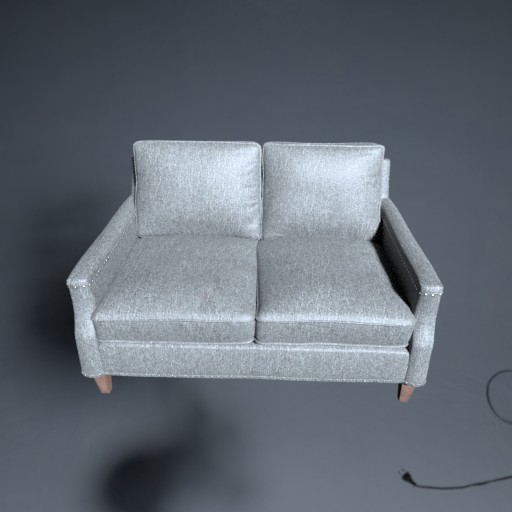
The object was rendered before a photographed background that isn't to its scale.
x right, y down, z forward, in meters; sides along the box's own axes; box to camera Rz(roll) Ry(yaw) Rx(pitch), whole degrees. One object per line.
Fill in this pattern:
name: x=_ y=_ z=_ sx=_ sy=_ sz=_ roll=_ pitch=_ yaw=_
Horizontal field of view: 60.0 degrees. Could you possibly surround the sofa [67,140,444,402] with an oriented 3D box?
sofa: x=0.000 y=0.000 z=2.305 sx=1.597 sy=1.003 sz=1.084 roll=1 pitch=31 yaw=2
